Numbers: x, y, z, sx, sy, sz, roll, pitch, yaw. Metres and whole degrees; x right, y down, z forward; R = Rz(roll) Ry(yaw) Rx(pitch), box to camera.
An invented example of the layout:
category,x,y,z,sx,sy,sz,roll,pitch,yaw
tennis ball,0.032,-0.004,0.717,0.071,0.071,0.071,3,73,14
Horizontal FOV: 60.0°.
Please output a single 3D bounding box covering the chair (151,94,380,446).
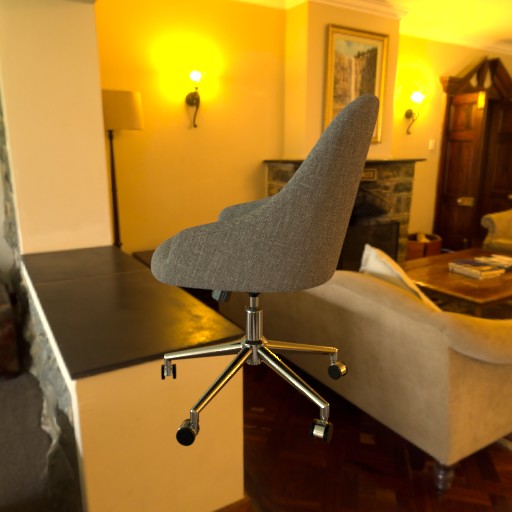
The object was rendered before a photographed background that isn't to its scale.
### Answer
category,x,y,z,sx,sy,sz,roll,pitch,yaw
chair,0.000,0.000,1.432,0.712,0.950,0.671,2,13,9
